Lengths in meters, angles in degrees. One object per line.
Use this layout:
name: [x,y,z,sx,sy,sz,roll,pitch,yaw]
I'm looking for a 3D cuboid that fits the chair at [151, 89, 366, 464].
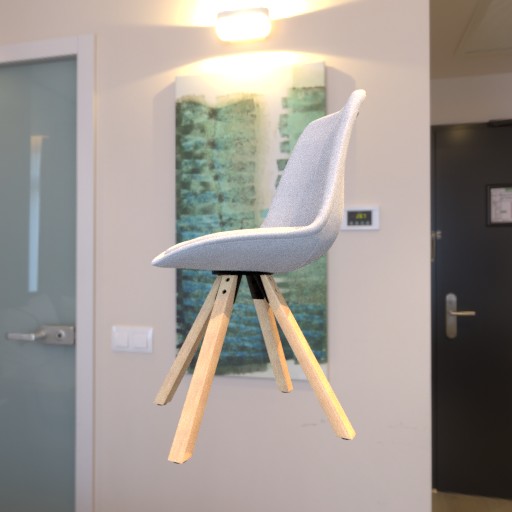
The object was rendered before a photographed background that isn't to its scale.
chair: [0.000,0.000,1.192,0.549,0.863,0.474,0,-1,-17]
